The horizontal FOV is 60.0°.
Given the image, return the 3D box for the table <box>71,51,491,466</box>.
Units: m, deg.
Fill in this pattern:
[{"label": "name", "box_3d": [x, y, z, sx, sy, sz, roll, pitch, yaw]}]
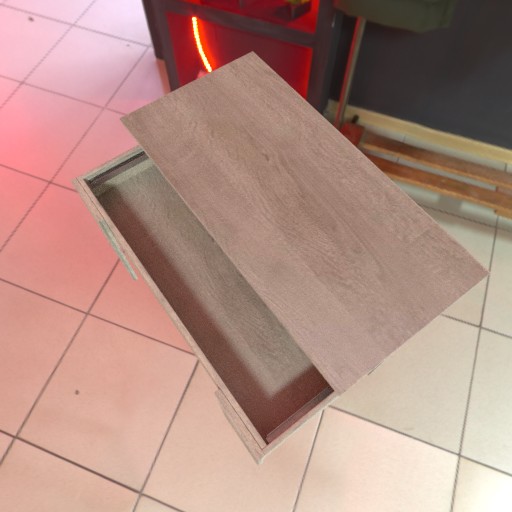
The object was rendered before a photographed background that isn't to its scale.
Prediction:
[{"label": "table", "box_3d": [0.000, 0.000, 1.438, 0.711, 0.570, 1.000, -33, 68, -16]}]
